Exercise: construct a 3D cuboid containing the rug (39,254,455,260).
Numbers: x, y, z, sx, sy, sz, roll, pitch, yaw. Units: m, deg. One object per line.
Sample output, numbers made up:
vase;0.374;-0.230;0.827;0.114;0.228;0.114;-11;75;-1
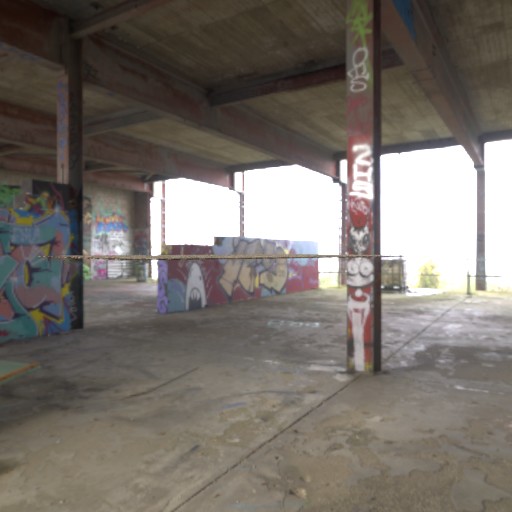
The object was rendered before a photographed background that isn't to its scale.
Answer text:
rug;0.000;0.000;3.023;2.438;0.008;1.524;0;1;-38
